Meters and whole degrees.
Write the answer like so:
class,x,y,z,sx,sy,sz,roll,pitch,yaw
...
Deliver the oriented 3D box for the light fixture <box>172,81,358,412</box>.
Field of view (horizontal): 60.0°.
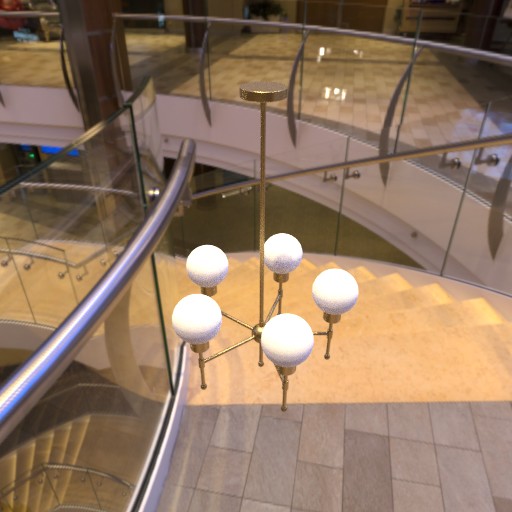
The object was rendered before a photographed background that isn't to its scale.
class,x,y,z,sx,sy,sz,roll,pitch,yaw
light fixture,0.000,0.000,1.834,0.785,1.331,0.815,-21,38,-29
